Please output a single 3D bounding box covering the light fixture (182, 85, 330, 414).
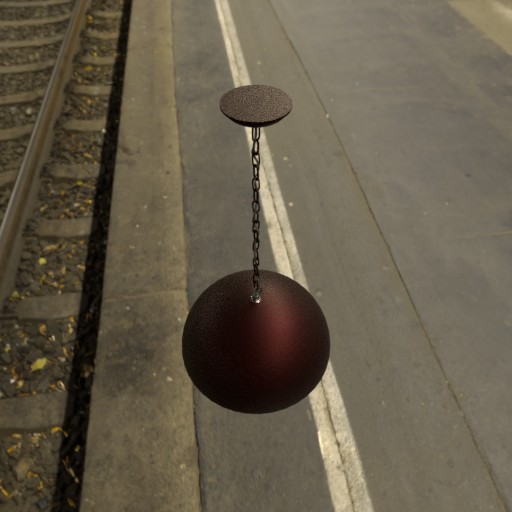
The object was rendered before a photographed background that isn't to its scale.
[{"bbox_3d":[0.000,0.000,1.163,0.492,0.869,0.492,-23,52,-19],"label":"light fixture"}]
